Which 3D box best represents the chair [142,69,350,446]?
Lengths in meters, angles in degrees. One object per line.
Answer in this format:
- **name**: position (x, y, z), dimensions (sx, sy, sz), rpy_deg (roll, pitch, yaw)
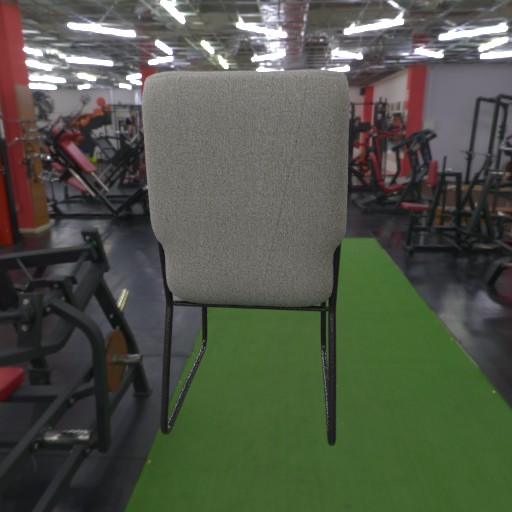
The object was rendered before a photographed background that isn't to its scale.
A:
- **chair**: position (0.000, 0.000, 1.181), dimensions (0.448, 0.864, 0.560), rpy_deg (2, 16, 6)
